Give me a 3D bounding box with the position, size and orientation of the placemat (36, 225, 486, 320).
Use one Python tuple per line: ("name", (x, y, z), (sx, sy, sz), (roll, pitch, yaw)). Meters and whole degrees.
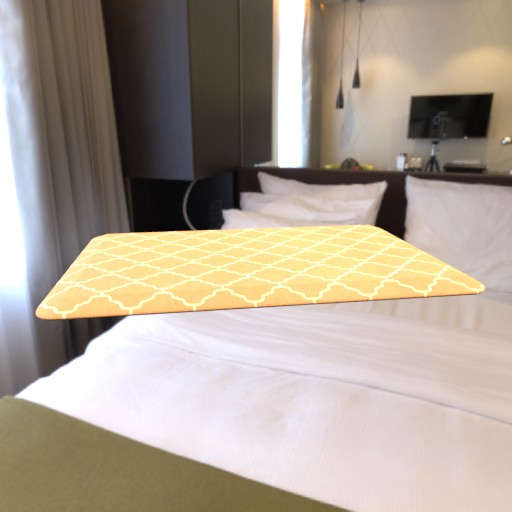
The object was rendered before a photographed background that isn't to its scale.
("placemat", (0.000, 0.000, 0.952), (0.762, 0.021, 0.508), (-3, 17, -8))
